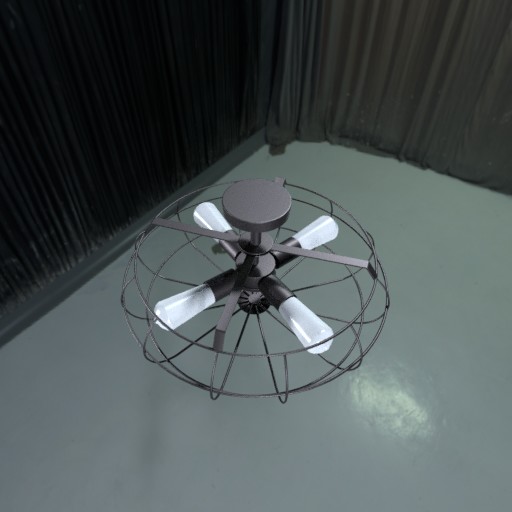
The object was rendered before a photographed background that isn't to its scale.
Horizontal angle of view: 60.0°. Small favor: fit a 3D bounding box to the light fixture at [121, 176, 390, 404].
[{"bbox_3d":[0.000,0.000,0.946,0.582,0.311,0.582,0,45,0],"label":"light fixture"}]
